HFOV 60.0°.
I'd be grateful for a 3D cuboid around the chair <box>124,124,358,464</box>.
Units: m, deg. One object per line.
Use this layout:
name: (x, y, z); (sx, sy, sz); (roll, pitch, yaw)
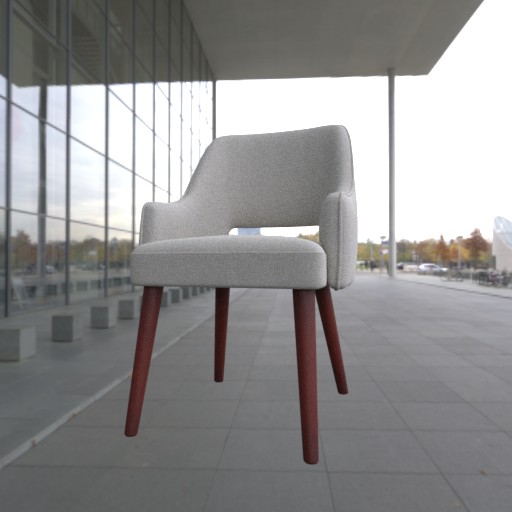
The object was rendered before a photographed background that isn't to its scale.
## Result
chair: (0.000, 0.000, 1.230); (0.560, 0.840, 0.580); (0, -1, 19)
